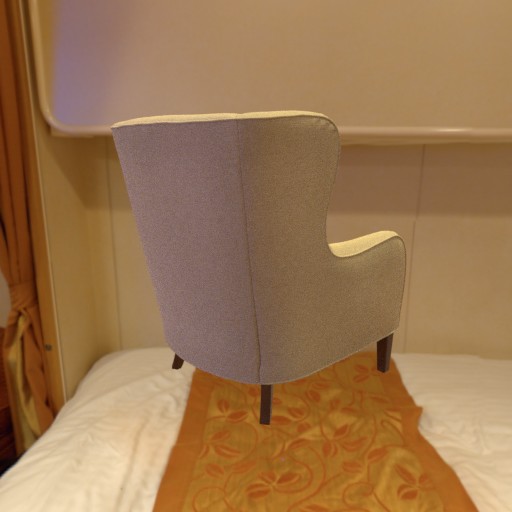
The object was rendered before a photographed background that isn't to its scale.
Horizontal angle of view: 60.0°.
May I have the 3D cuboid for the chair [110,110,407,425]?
[{"bbox_3d":[0.000,0.000,1.761,0.966,1.040,0.838,-13,19,-42],"label":"chair"}]
